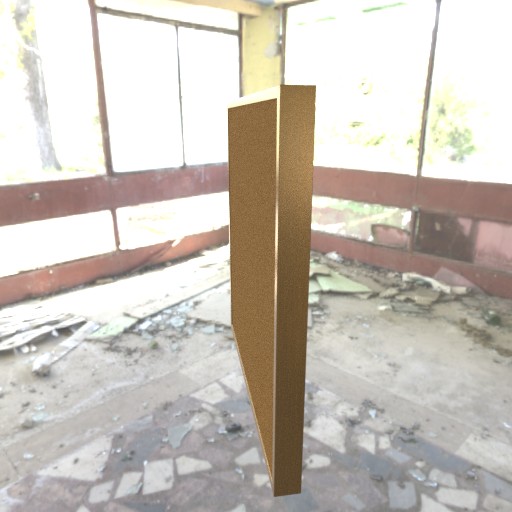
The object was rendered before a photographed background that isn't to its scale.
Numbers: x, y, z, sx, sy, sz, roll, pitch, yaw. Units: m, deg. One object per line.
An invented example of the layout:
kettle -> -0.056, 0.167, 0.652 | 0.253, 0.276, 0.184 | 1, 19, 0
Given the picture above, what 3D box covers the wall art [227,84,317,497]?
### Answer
wall art -> 0.000, 0.000, 0.746 | 0.037, 0.505, 0.505 | -3, 17, -9
